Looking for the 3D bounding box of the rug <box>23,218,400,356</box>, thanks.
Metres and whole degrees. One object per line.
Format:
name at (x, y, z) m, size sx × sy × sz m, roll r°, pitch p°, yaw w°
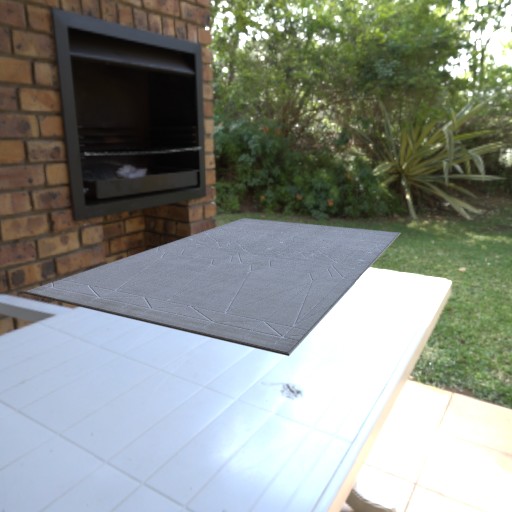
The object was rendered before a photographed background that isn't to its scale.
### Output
rug at (0.000, 0.000, 3.062) m, size 1.524 × 0.012 × 2.438 m, roll 8°, pitch 17°, yaw 26°
